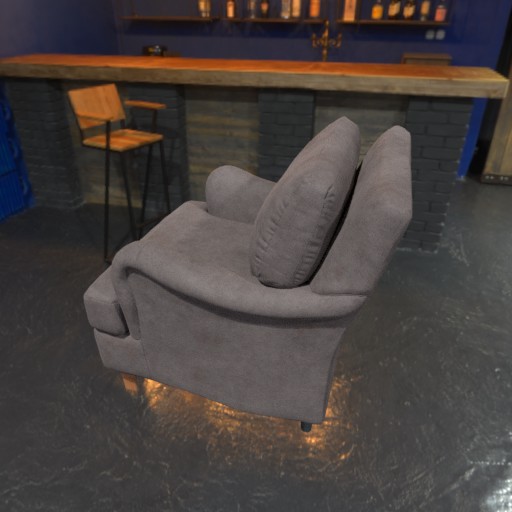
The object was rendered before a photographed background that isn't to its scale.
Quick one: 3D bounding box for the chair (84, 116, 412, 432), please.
[{"bbox_3d":[0.000,0.000,1.800,1.070,0.997,0.955,8,31,14],"label":"chair"}]
